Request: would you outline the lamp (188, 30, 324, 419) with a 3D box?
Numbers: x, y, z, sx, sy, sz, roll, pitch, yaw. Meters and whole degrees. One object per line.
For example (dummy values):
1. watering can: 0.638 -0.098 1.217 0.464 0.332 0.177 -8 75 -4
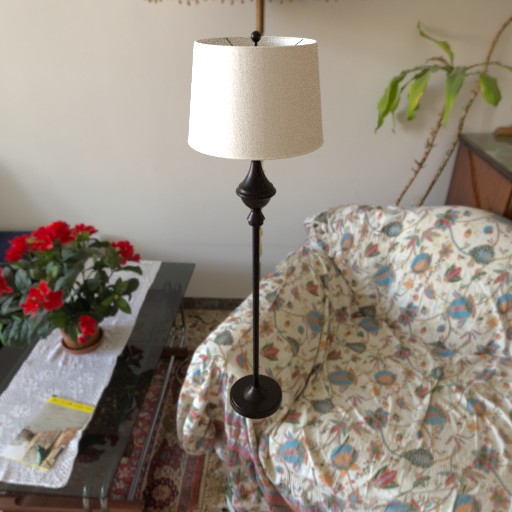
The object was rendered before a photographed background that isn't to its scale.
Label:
1. lamp: 0.000 0.000 1.635 0.431 1.484 0.431 0 30 0
